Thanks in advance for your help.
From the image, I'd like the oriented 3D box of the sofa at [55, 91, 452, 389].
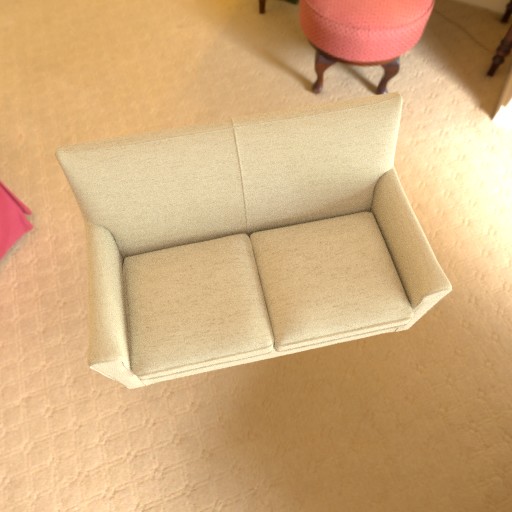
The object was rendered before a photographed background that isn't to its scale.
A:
[{"bbox_3d":[0.000,0.000,2.053,1.482,0.892,0.891,-11,63,-6],"label":"sofa"}]
